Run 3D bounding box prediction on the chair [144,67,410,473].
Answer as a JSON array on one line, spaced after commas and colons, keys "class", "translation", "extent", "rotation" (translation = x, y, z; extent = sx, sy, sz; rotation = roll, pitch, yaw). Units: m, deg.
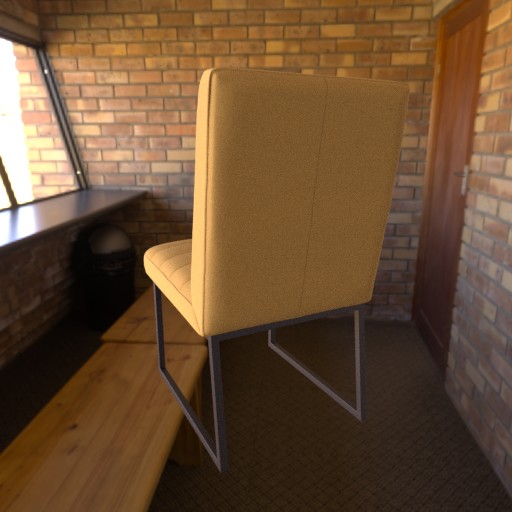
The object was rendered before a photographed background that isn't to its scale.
[{"class": "chair", "translation": [0.000, 0.000, 1.295], "extent": [0.520, 0.930, 0.634], "rotation": [-8, 17, -27]}]
